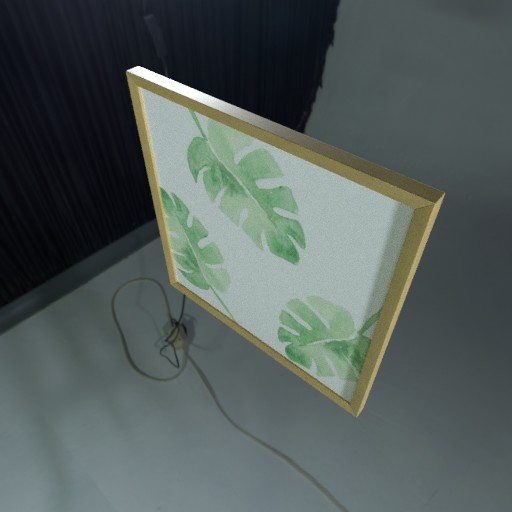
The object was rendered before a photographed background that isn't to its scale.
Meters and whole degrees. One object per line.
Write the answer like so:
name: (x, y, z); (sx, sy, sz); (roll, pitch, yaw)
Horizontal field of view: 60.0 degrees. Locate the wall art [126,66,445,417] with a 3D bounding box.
wall art: (0.000, 0.000, 1.145); (0.763, 0.763, 0.037); (31, 53, 27)
